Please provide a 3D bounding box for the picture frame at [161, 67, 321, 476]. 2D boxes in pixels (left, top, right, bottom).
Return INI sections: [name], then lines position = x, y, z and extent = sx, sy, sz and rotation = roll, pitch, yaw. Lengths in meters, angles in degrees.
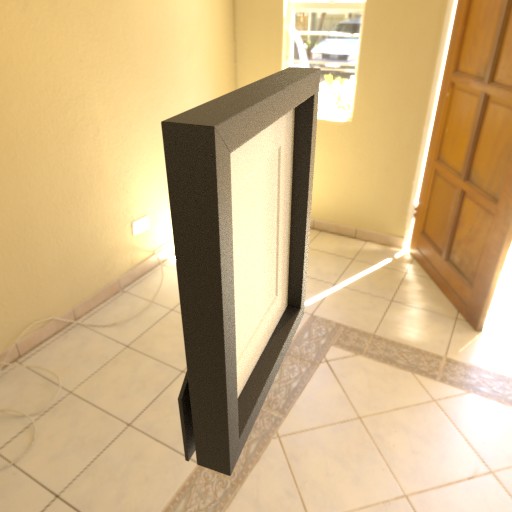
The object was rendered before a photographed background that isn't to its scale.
[picture frame]
position = 0.000, 0.000, 0.394
extent = 0.042, 0.284, 0.232
rotation = 11, 32, 18
